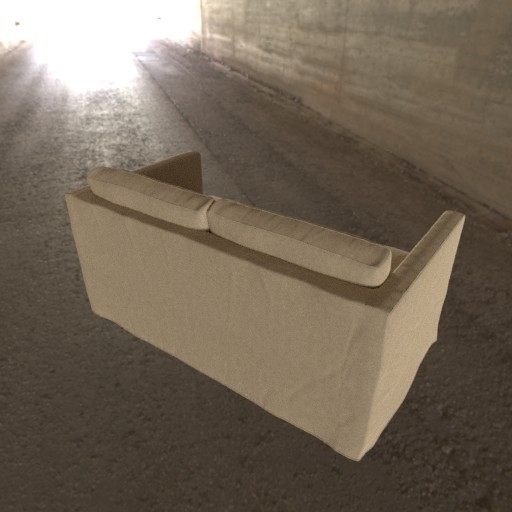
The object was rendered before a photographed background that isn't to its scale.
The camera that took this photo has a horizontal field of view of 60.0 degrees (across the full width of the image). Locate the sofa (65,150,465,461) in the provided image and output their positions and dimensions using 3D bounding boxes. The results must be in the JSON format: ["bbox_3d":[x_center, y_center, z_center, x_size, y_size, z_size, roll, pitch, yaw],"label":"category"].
[{"bbox_3d":[0.000,0.000,2.244,1.719,0.835,0.962,20,35,31],"label":"sofa"}]
